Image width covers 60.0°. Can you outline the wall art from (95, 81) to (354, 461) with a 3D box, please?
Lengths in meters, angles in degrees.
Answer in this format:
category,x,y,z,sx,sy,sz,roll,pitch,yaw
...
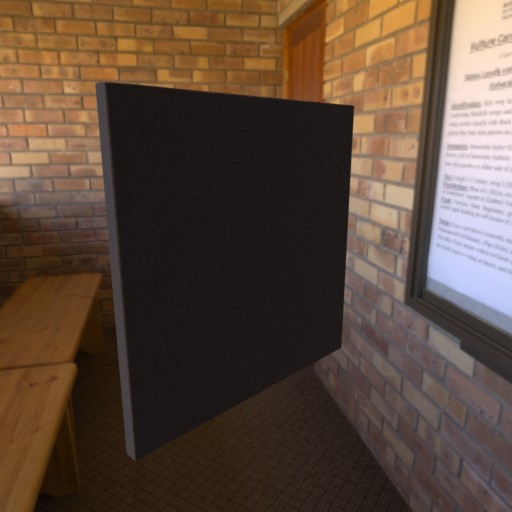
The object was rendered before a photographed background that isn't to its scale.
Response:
category,x,y,z,sx,sy,sz,roll,pitch,yaw
wall art,0.000,0.000,0.448,0.304,0.303,0.015,-14,20,-43
